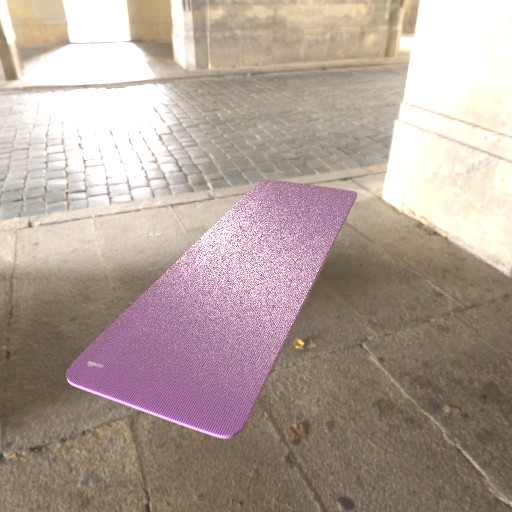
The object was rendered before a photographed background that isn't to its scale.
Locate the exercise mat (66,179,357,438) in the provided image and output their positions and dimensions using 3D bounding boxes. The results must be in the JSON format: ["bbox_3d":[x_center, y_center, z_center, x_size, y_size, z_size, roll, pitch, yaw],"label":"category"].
[{"bbox_3d":[0.000,0.000,2.044,0.616,0.021,1.869,11,33,18],"label":"exercise mat"}]
